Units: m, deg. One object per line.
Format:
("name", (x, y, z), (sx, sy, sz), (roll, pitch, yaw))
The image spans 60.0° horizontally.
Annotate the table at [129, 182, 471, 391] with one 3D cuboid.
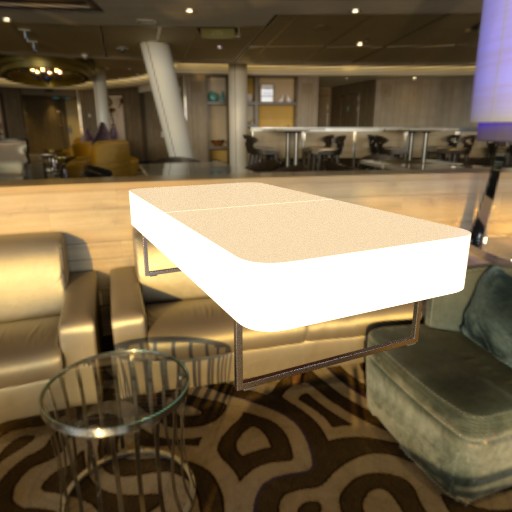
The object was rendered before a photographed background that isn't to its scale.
("table", (0.000, 0.000, 1.474), (0.600, 0.340, 1.200), (-8, 18, -25))
